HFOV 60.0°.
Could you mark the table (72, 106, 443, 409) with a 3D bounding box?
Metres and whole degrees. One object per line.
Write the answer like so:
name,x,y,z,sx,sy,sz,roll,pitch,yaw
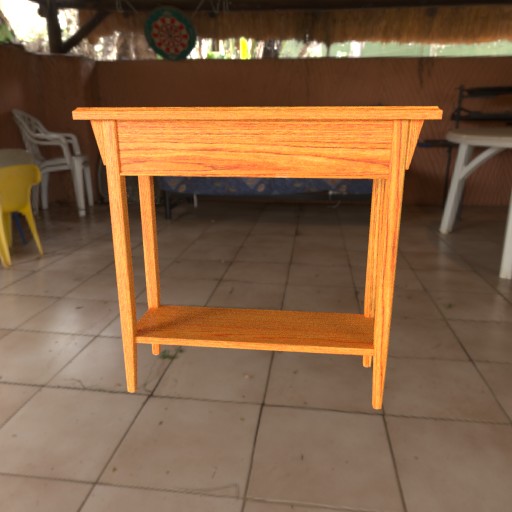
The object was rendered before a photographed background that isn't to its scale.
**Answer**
table,0.000,0.000,1.127,0.762,0.711,0.254,2,17,6
